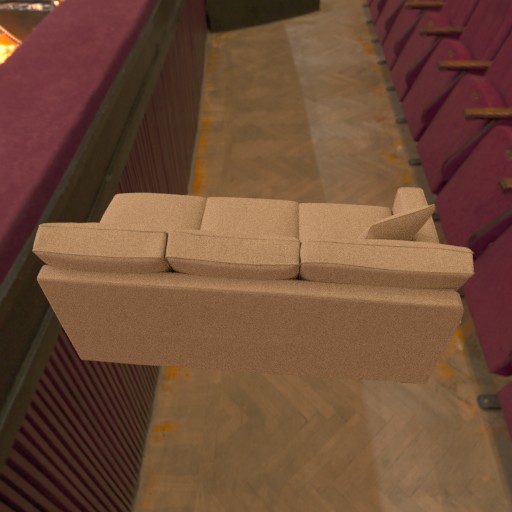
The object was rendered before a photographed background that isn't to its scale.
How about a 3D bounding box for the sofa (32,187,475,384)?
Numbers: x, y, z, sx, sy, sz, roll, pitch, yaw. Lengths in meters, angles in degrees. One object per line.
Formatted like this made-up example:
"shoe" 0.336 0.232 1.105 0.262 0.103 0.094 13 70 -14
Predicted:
"sofa" 0.000 0.000 2.521 1.962 0.946 1.034 3 46 3
